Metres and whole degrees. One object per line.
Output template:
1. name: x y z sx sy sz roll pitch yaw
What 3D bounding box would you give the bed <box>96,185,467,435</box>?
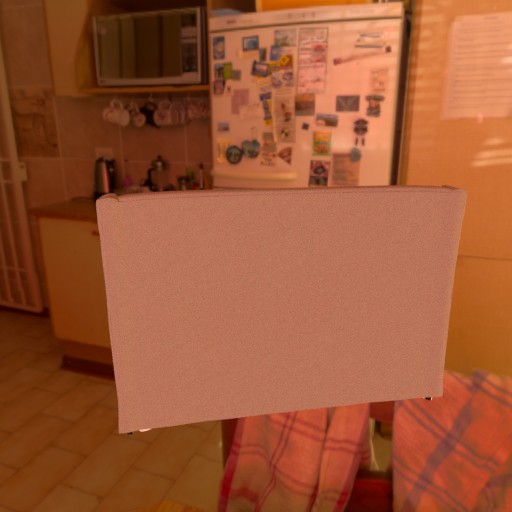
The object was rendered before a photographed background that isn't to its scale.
1. bed: 0.000 0.000 3.439 1.925 1.332 2.276 -3 17 -10
